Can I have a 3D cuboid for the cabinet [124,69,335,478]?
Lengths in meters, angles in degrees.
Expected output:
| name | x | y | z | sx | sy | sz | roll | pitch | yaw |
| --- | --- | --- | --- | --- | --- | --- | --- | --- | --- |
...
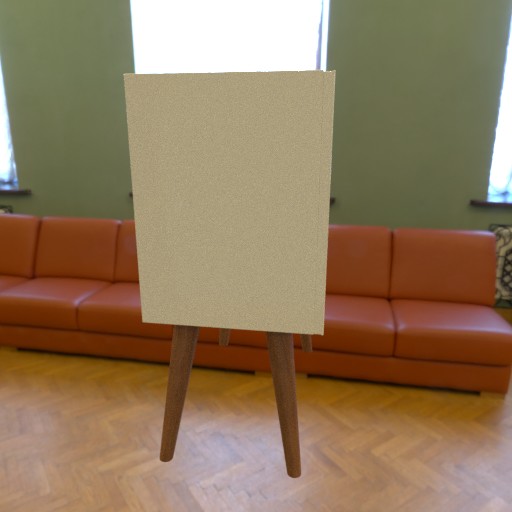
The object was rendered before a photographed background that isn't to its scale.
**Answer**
| name | x | y | z | sx | sy | sz | roll | pitch | yaw |
| --- | --- | --- | --- | --- | --- | --- | --- | --- | --- |
| cabinet | 0.000 | 0.000 | 1.085 | 0.344 | 0.772 | 0.591 | 3 | 16 | 9 |
